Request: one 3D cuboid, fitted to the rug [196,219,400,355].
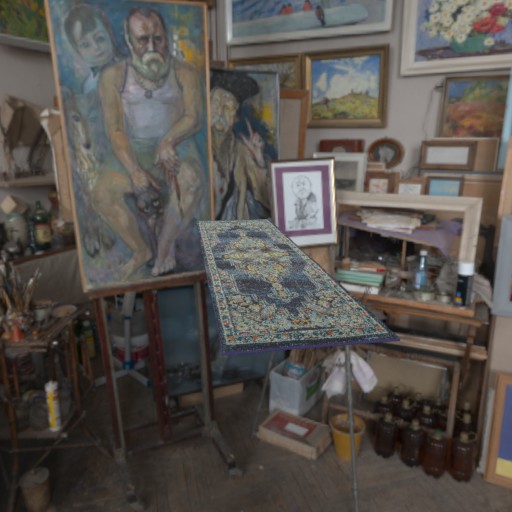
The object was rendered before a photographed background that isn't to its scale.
[{"bbox_3d":[0.000,0.000,2.509,0.602,0.016,2.283,-2,15,-9],"label":"rug"}]
